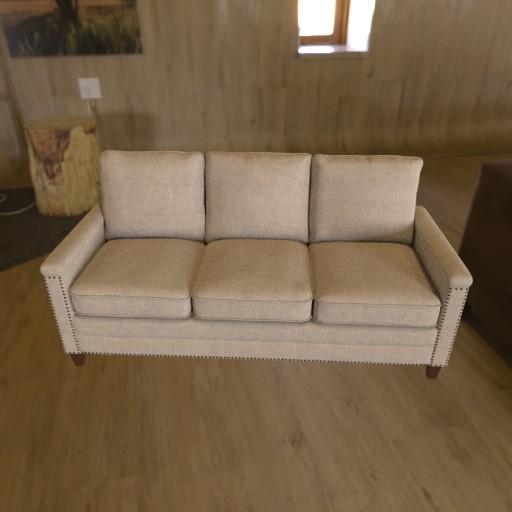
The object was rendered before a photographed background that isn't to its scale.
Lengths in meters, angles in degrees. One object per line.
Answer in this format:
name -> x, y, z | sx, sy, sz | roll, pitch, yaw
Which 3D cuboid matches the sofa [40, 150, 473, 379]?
sofa -> 0.000, 0.000, 2.358 | 1.925, 0.959, 0.828 | 1, 30, 3
